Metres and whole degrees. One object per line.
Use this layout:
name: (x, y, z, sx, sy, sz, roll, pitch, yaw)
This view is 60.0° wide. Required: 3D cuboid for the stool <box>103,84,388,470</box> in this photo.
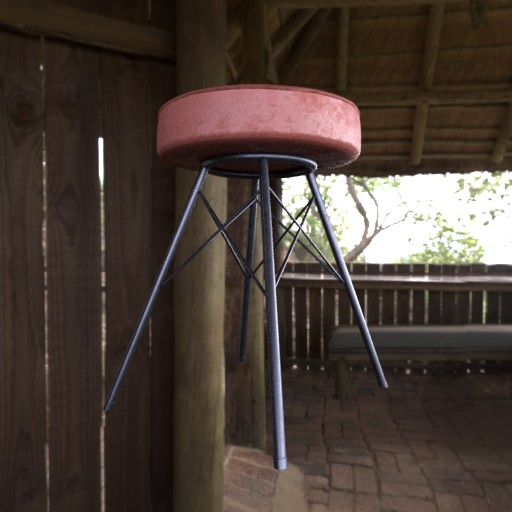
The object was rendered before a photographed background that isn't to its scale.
stool: (0.000, 0.000, 0.922, 0.421, 0.593, 0.457, 1, 2, 35)
